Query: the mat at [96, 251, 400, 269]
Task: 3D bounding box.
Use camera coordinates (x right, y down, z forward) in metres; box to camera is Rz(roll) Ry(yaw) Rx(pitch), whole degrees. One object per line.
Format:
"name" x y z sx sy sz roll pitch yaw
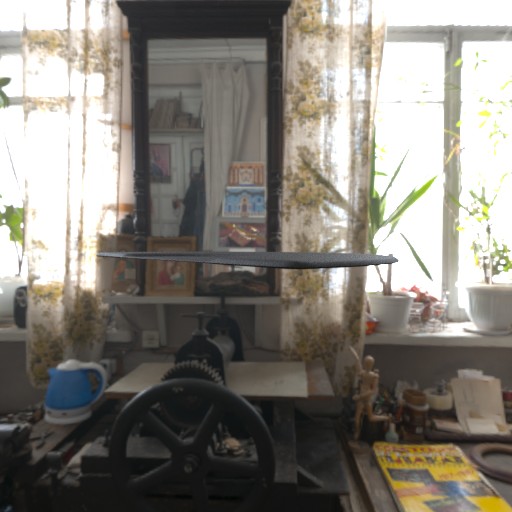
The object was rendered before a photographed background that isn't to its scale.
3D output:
"mat" 0.000 0.000 1.919 0.917 0.022 1.525 -1 2 -37
